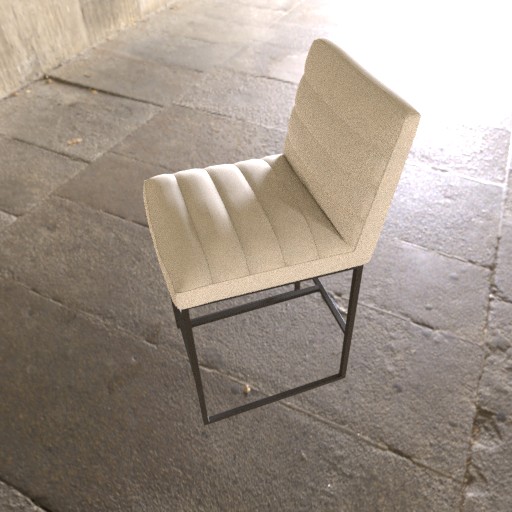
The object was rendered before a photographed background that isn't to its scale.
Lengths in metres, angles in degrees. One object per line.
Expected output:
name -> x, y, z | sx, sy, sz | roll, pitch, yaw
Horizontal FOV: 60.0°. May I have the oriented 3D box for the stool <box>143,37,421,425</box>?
stool -> 0.000, 0.000, 1.336 | 0.573, 1.061, 0.464 | -14, 48, -13
